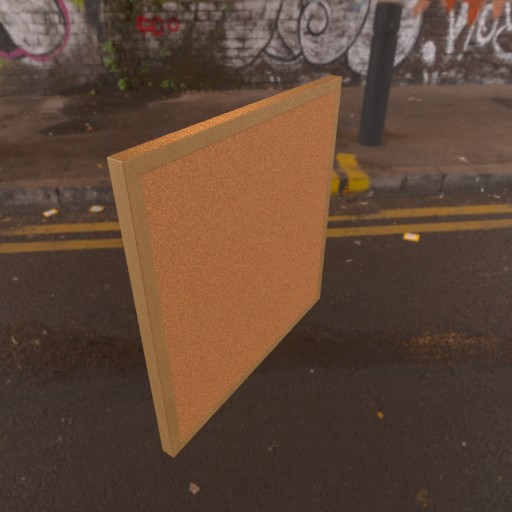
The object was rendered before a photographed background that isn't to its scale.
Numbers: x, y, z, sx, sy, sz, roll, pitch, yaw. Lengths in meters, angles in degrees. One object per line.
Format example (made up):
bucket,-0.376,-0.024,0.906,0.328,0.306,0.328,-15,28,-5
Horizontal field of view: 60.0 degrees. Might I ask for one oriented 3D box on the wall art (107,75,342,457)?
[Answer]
wall art,0.000,0.000,1.152,0.037,0.763,0.763,21,38,29
